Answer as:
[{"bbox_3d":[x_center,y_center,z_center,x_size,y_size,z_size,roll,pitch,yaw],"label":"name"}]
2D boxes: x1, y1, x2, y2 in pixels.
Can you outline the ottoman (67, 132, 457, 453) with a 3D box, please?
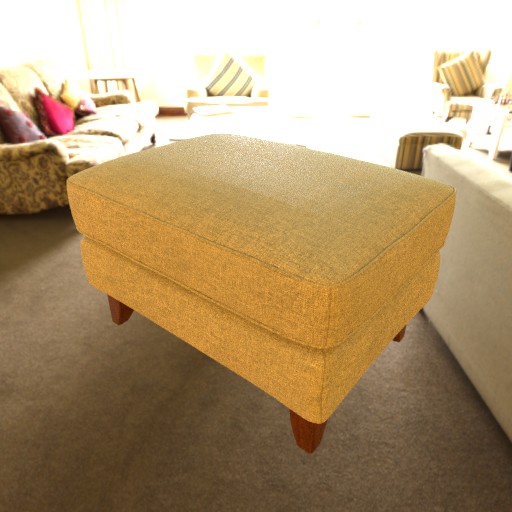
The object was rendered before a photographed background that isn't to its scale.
[{"bbox_3d":[0.000,0.000,1.290,0.889,0.561,0.661,22,36,34],"label":"ottoman"}]
